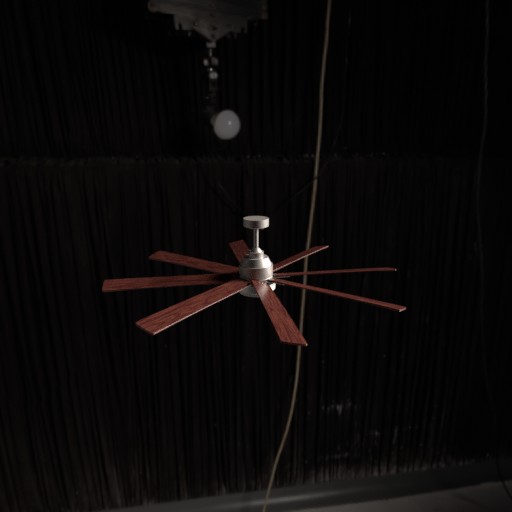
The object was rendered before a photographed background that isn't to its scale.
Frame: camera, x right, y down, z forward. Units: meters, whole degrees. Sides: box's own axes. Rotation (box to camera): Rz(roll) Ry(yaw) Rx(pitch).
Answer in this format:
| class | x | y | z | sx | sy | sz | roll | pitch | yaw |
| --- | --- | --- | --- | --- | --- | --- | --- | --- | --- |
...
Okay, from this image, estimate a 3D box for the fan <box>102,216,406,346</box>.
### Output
| class | x | y | z | sx | sy | sz | roll | pitch | yaw |
| --- | --- | --- | --- | --- | --- | --- | --- | --- | --- |
| fan | 0.000 | 0.000 | 2.730 | 1.830 | 0.472 | 1.830 | -3 | 16 | -10 |
